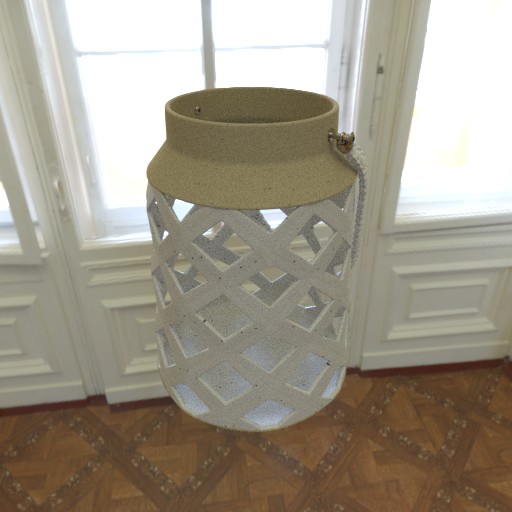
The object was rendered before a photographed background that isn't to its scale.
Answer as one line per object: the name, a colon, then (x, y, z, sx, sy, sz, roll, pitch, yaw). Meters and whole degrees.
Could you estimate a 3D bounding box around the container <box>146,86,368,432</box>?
container: (0.000, 0.000, 0.339, 0.163, 0.229, 0.172, 21, 37, 30)
